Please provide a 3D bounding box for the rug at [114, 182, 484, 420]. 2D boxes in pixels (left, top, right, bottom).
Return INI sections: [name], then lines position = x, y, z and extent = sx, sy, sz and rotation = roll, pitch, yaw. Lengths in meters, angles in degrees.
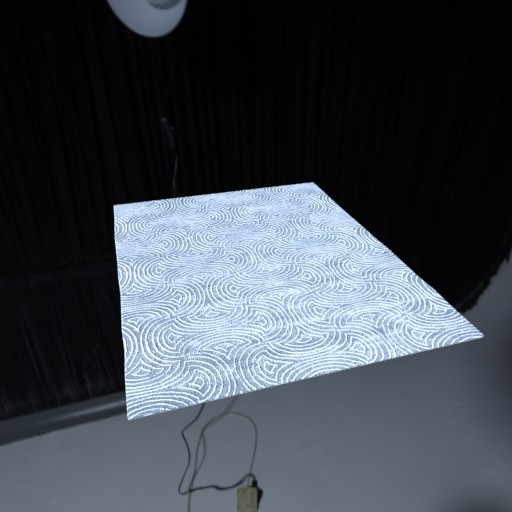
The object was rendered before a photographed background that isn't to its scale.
[rug]
position = 0.000, 0.000, 4.065
extent = 2.456, 0.021, 3.042
rotation = -9, 32, -14
